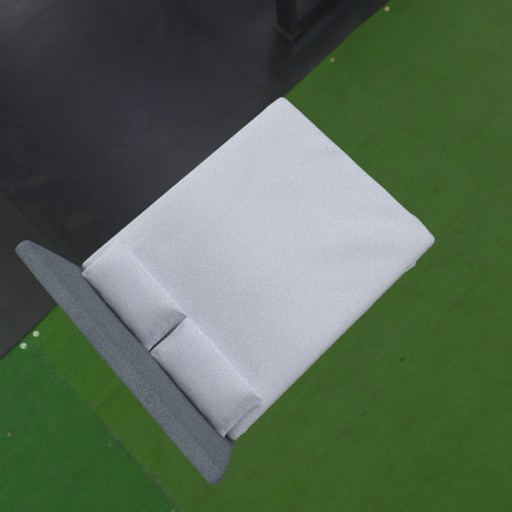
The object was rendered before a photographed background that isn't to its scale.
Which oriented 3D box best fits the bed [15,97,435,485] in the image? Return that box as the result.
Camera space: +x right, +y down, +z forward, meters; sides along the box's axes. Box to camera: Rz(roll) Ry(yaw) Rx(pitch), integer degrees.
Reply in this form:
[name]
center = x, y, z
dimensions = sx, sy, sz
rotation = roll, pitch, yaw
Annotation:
[bed]
center = 0.000, 0.000, 3.078
dimensions = 2.142, 1.330, 1.713
rotation = -42, 80, -9
